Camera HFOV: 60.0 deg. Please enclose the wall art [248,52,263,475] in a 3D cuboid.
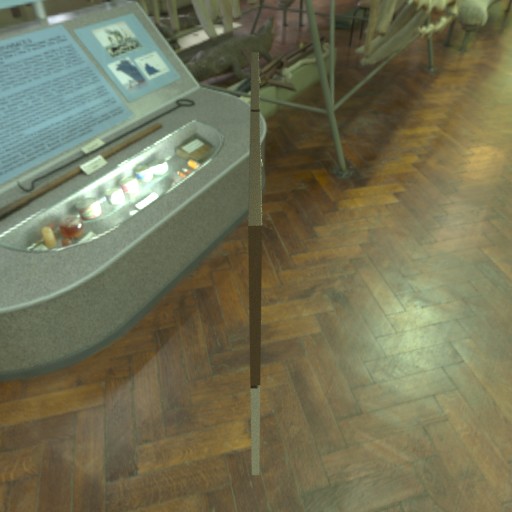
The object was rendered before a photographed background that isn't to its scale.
[{"bbox_3d":[0.000,0.000,1.527,0.030,1.032,1.032,0,41,0],"label":"wall art"}]
